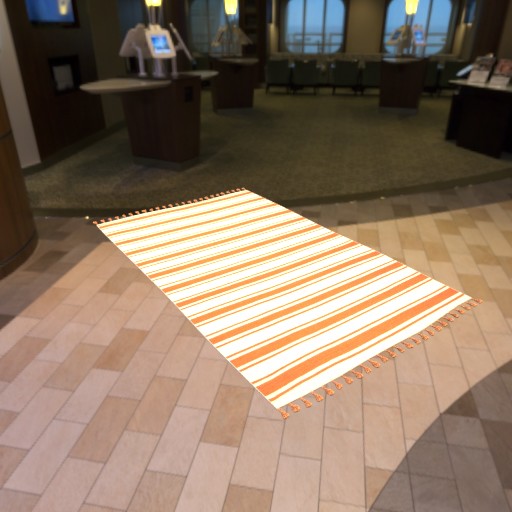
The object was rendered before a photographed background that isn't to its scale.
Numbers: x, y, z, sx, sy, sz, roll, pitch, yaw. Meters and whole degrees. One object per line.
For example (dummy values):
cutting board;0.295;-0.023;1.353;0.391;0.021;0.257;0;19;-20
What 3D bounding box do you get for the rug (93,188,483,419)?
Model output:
rug;0.000;0.000;2.560;1.232;0.017;2.092;-18;33;-31
